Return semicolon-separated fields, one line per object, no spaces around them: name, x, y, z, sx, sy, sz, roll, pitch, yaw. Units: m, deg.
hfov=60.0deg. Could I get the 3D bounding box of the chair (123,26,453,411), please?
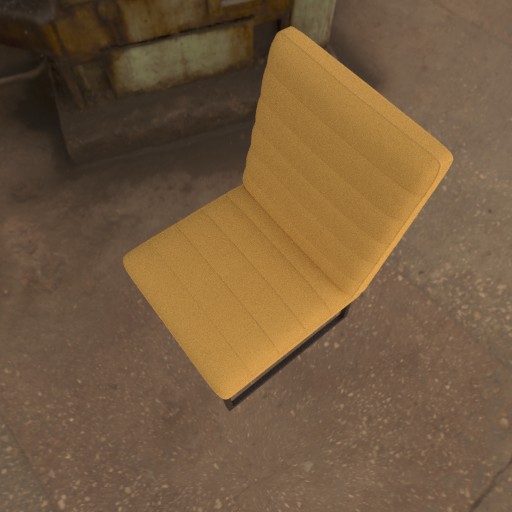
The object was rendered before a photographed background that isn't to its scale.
chair;0.000;0.000;1.279;0.634;0.930;0.520;-35;68;-16
